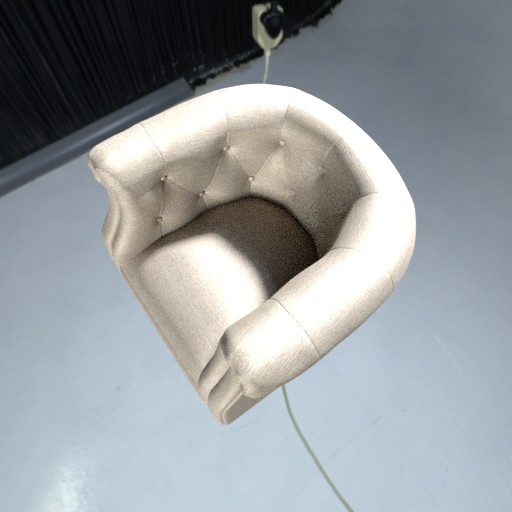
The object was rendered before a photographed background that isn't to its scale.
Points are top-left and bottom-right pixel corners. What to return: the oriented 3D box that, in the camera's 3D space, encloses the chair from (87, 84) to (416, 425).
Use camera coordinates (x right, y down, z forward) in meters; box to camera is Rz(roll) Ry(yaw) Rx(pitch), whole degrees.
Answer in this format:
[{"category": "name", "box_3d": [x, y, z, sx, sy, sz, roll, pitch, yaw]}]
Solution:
[{"category": "chair", "box_3d": [0.000, 0.000, 1.576, 0.852, 0.827, 0.905, -33, 68, -15]}]
